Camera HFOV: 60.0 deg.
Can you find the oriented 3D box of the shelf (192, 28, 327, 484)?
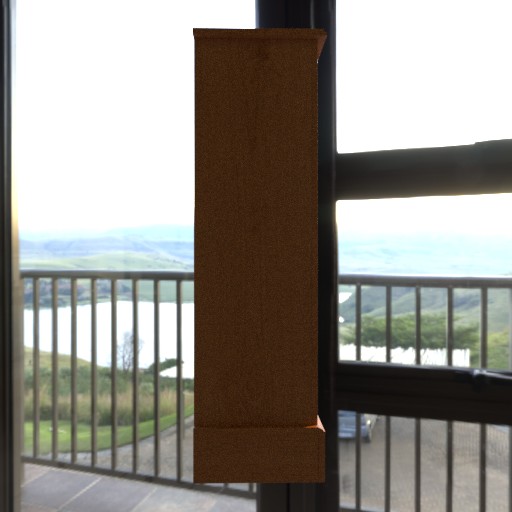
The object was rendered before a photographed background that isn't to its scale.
[{"bbox_3d":[0.000,0.000,1.373,0.291,0.980,0.840,0,0,-1],"label":"shelf"}]
